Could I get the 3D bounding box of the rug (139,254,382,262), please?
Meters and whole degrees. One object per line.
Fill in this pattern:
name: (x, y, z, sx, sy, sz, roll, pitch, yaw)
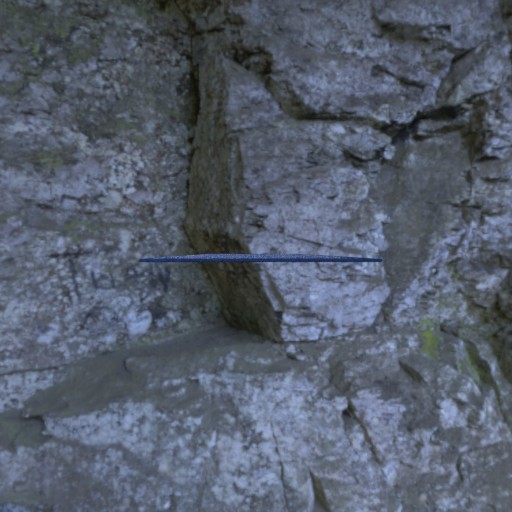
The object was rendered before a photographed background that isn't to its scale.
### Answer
rug: (0.000, 0.000, 2.607, 0.769, 0.012, 2.448, 0, 1, -1)
